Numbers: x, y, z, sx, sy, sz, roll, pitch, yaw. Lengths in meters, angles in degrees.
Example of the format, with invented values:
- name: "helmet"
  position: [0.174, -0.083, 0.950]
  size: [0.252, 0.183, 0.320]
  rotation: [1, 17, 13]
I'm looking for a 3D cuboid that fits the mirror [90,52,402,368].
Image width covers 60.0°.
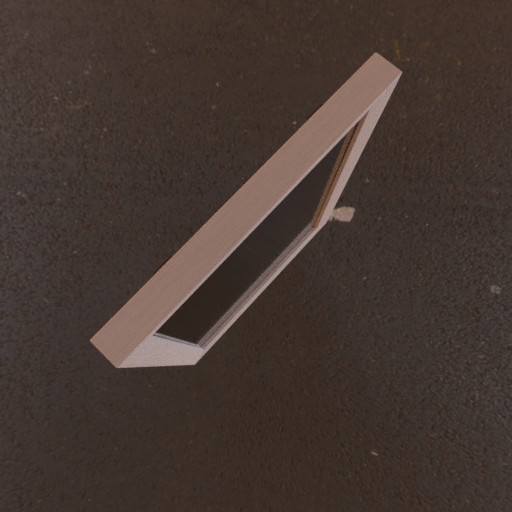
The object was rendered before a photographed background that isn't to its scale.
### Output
- name: "mirror"
  position: [0.000, 0.000, 0.675]
  size: [0.041, 0.508, 0.405]
  rotation: [42, 80, 9]
